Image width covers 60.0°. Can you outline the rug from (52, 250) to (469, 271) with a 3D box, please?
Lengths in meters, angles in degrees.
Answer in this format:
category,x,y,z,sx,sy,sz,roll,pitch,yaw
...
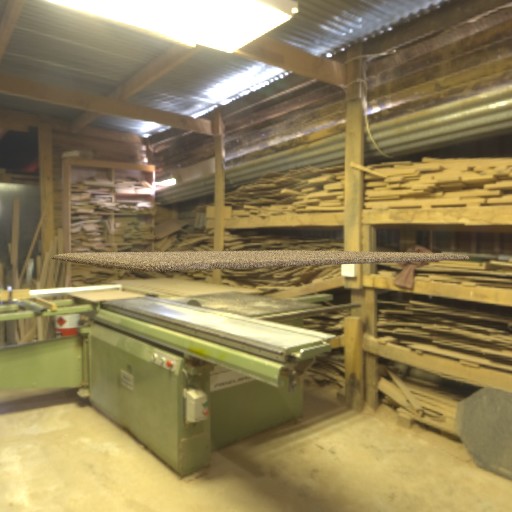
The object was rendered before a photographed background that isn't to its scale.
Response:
category,x,y,z,sx,sy,sz,roll,pitch,yaw
rug,0.000,0.000,3.772,2.873,0.050,2.242,-1,2,-35
